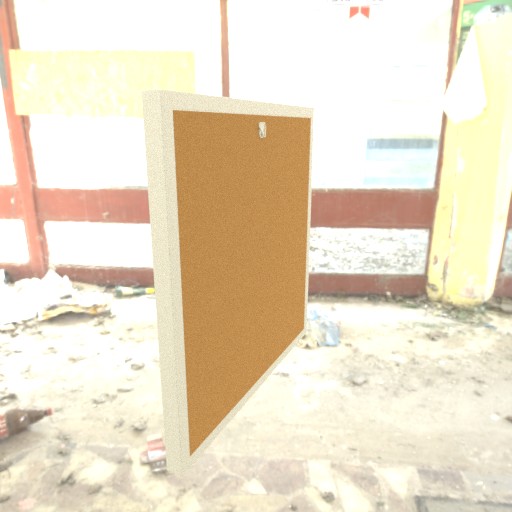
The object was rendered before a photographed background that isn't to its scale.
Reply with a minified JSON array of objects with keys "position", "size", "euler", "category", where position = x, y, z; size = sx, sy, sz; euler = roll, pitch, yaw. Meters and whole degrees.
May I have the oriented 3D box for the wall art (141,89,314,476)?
[{"position":[0.000,0.000,1.155],"size":[0.050,0.762,0.761],"euler":[8,18,25],"category":"wall art"}]
